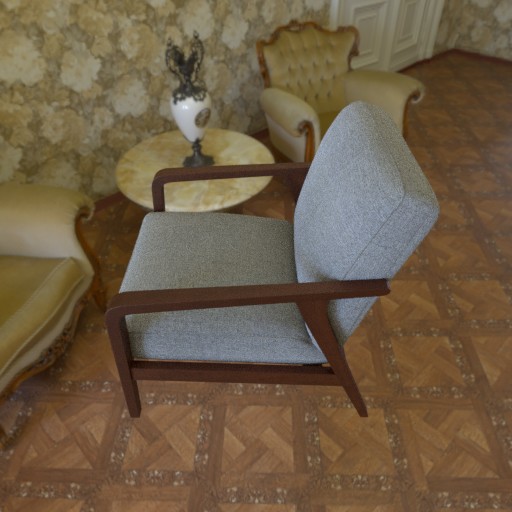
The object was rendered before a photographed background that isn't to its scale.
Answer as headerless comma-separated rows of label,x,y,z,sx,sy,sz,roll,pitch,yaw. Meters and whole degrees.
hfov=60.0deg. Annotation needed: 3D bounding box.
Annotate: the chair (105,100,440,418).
chair,0.000,0.000,1.454,0.858,0.847,0.704,0,40,0
